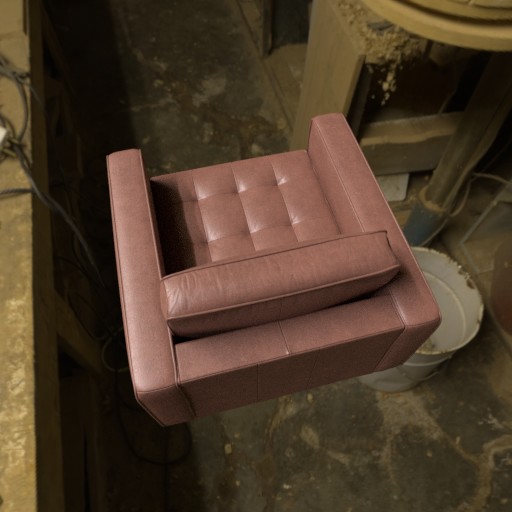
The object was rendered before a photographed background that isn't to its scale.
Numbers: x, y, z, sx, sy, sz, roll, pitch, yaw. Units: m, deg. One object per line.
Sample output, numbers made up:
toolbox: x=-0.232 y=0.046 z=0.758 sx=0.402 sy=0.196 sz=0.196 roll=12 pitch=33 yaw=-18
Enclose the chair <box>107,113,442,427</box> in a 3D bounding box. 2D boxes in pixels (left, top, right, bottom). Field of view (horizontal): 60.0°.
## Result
chair: x=0.000 y=0.000 z=1.569 sx=0.920 sy=0.770 sz=0.900 roll=-12 pitch=60 yaw=-7
